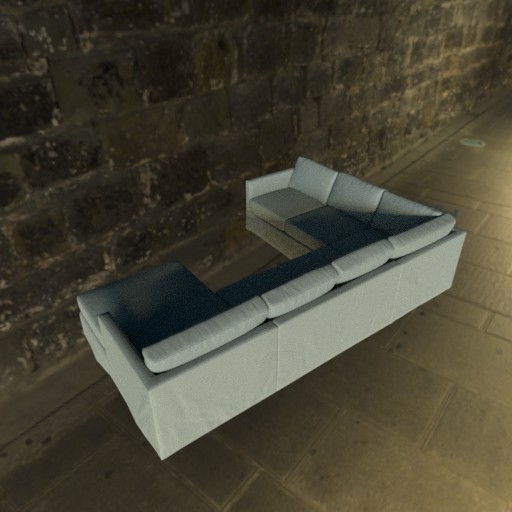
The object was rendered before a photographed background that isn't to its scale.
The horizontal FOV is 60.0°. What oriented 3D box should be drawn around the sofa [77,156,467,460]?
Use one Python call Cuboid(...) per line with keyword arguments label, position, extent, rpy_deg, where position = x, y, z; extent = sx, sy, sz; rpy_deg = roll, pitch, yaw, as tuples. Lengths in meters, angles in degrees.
Cuboid(label="sofa", position=(0.000, 0.000, 4.501), extent=(3.460, 0.882, 2.427), rpy_deg=(-21, 38, -30))
